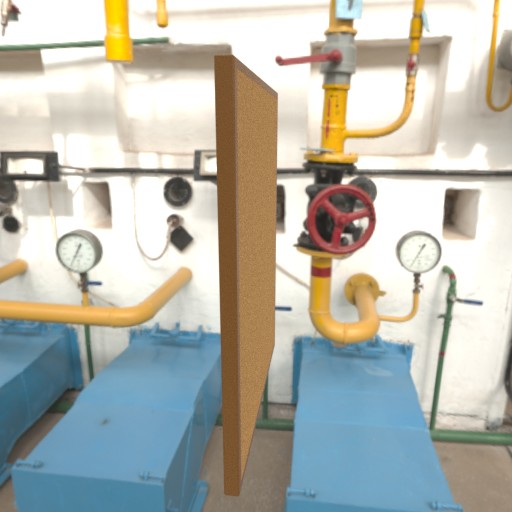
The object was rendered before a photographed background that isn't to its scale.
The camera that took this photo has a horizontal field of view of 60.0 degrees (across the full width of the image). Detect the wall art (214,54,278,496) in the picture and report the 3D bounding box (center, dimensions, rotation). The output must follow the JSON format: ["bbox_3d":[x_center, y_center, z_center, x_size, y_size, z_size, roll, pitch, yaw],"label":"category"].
[{"bbox_3d":[0.000,0.000,0.739,0.021,0.550,0.449,2,16,8],"label":"wall art"}]
